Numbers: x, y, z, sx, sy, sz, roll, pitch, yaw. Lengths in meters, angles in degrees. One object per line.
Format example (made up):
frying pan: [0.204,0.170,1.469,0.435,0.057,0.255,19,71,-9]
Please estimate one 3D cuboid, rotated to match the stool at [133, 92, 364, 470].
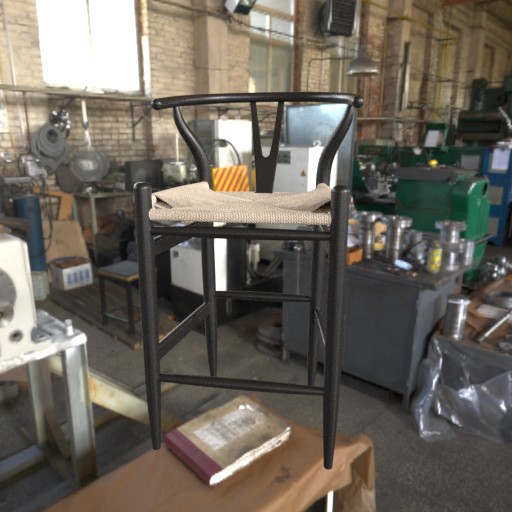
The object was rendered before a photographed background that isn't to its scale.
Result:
stool: [0.000,0.000,1.317,0.569,0.970,0.579,2,15,9]
